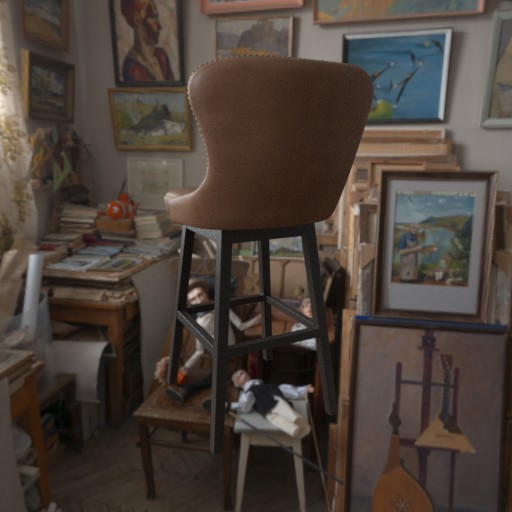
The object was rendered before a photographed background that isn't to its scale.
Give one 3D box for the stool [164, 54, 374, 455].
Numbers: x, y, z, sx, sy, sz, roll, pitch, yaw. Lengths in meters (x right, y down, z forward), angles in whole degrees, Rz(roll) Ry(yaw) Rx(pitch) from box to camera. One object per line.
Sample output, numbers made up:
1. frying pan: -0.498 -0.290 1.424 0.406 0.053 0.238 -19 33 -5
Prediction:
1. stool: 0.000 0.000 1.378 0.528 1.050 0.601 -7 15 -27
